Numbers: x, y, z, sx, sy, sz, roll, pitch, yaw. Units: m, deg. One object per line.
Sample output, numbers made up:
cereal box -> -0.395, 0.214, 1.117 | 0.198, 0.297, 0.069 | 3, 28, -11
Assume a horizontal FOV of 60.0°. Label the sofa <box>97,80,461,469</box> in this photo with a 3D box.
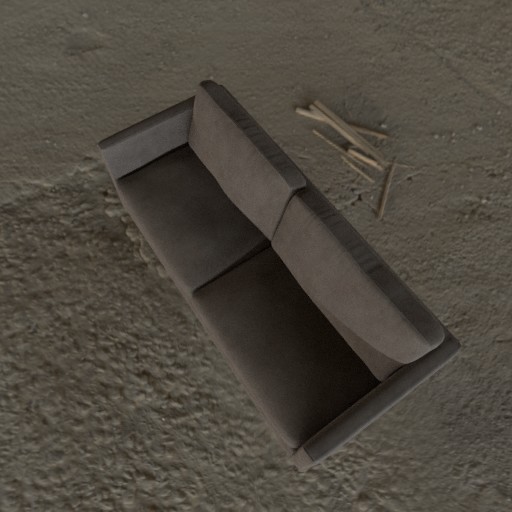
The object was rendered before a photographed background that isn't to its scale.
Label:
sofa -> 0.000, 0.000, 2.666 | 0.951, 0.965, 2.208 | -31, 67, -15
